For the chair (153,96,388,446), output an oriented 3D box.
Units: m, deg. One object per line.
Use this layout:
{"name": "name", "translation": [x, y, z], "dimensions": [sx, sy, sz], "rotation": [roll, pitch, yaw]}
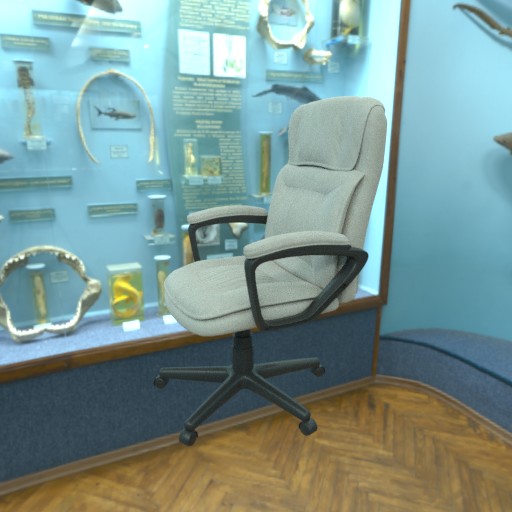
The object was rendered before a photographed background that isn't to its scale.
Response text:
{"name": "chair", "translation": [0.000, 0.000, 1.603], "dimensions": [0.724, 1.105, 0.667], "rotation": [-7, 17, -24]}
